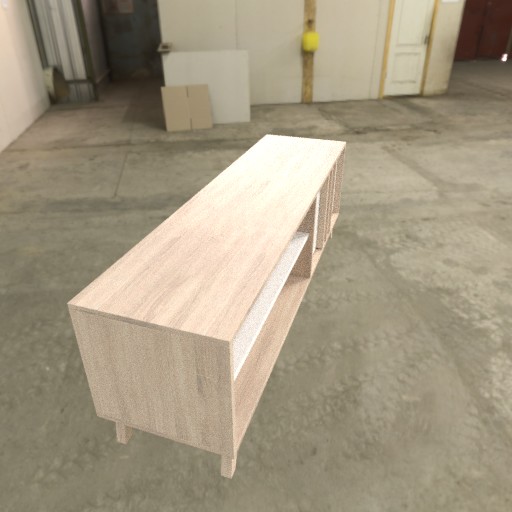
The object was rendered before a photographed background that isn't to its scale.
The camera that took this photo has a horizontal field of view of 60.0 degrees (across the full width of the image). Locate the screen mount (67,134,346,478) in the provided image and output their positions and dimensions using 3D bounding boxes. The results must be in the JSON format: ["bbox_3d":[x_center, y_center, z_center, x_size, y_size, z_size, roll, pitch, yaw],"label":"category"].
[{"bbox_3d":[0.000,0.000,1.699,0.400,0.510,1.500,10,32,16],"label":"screen mount"}]
